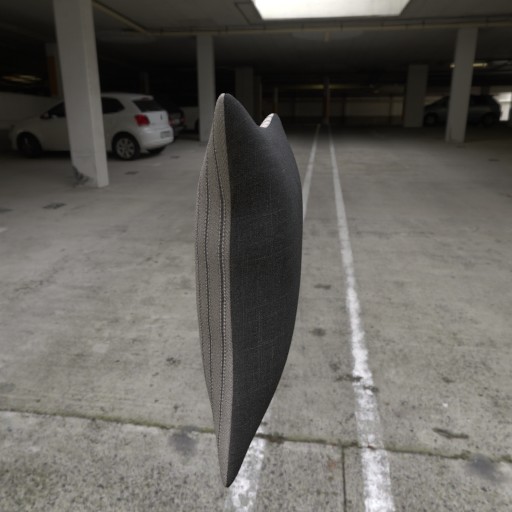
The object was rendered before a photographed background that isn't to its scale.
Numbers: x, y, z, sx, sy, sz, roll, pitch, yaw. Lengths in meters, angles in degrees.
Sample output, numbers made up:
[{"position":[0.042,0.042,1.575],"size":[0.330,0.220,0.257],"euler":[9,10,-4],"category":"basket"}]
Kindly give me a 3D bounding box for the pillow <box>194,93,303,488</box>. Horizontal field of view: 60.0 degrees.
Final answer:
[{"position":[0.000,0.000,0.687],"size":[0.138,0.444,0.468],"euler":[2,16,8],"category":"pillow"}]
